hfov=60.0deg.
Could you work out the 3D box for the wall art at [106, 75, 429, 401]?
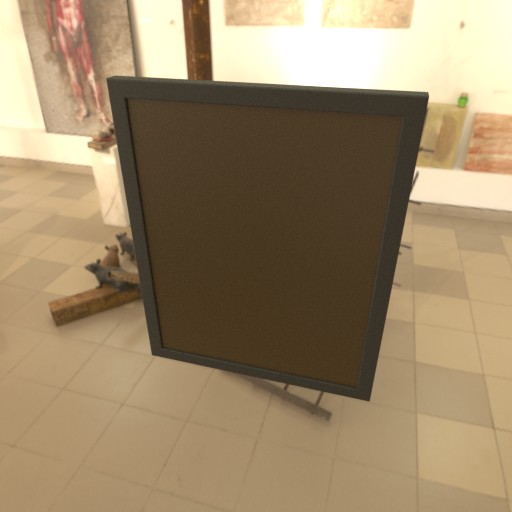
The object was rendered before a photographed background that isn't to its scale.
[{"bbox_3d":[0.000,0.000,0.761,0.457,0.558,0.028,8,32,13],"label":"wall art"}]
